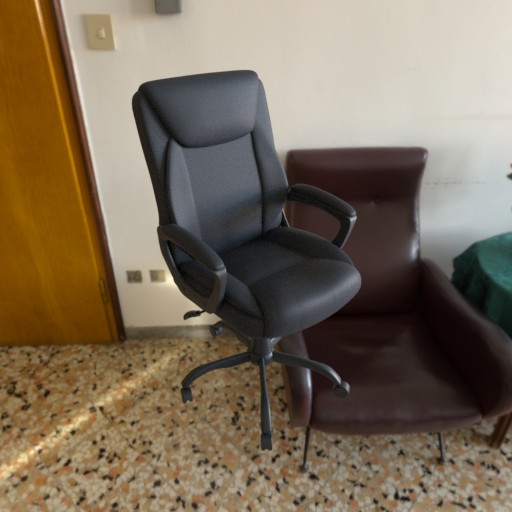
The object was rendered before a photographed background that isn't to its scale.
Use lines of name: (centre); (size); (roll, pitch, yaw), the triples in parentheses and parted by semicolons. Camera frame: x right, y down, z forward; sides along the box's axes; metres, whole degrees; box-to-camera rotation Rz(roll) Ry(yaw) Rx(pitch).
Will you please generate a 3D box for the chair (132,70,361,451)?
chair: (0.000, 0.000, 1.474); (0.615, 1.072, 0.655); (-22, 37, -32)
